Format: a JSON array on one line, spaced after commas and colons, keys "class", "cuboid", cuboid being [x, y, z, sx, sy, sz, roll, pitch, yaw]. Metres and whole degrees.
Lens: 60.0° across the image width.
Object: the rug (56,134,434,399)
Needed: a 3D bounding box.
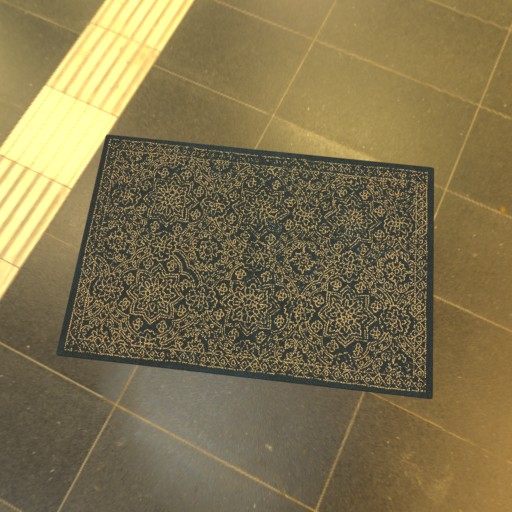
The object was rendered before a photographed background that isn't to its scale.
[{"class": "rug", "cuboid": [0.000, 0.000, 2.296, 1.829, 0.010, 1.219, 6, 75, 2]}]
